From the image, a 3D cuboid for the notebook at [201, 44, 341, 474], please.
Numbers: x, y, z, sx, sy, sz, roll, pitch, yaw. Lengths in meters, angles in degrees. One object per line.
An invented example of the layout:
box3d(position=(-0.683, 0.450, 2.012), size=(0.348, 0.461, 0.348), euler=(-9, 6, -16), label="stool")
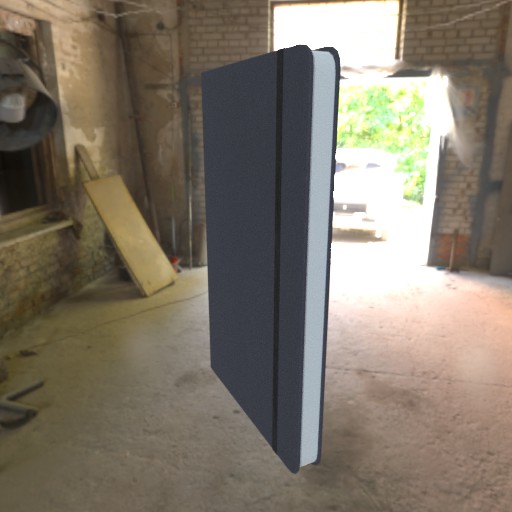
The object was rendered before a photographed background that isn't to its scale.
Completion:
box3d(position=(0.000, 0.000, 0.261), size=(0.016, 0.213, 0.127), euler=(-8, 18, -25), label="notebook")
